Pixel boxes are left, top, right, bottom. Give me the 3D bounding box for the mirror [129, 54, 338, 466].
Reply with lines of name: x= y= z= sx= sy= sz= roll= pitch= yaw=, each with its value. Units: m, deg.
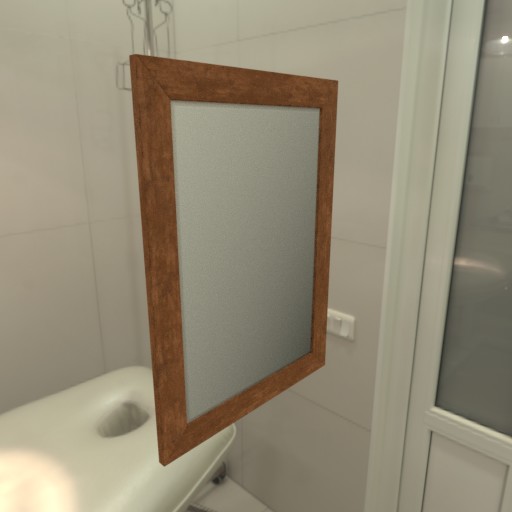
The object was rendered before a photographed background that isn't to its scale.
mirror: x=0.000 y=0.000 z=1.412 sx=0.028 sy=1.099 sz=0.796 roll=15 pitch=22 yaw=42
